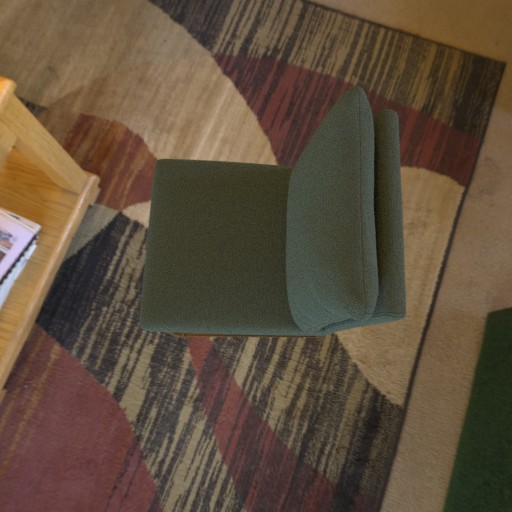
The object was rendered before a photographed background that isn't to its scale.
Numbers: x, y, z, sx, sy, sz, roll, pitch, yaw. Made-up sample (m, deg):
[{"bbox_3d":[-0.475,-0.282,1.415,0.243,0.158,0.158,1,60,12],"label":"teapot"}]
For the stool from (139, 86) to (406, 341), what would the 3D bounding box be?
[{"bbox_3d":[0.000,0.000,1.281,0.568,1.032,0.463,2,77,1],"label":"stool"}]
